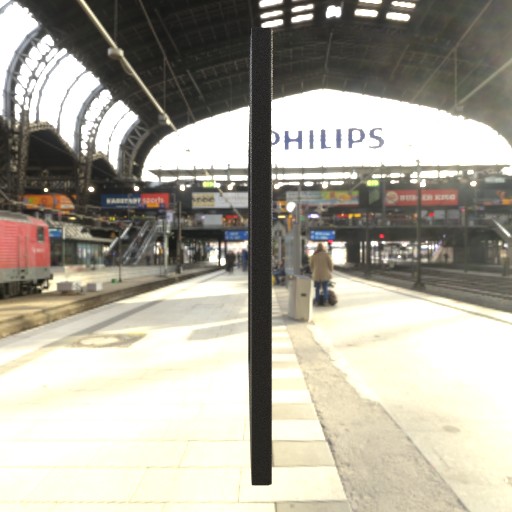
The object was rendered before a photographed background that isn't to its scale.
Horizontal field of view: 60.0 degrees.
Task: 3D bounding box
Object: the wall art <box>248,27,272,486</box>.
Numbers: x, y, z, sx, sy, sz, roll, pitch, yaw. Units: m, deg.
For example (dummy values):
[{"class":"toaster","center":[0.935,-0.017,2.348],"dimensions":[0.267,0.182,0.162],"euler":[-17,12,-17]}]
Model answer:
[{"class":"wall art","center":[0.000,0.000,0.665],"dimensions":[0.022,0.453,0.456],"euler":[0,0,-1]}]
